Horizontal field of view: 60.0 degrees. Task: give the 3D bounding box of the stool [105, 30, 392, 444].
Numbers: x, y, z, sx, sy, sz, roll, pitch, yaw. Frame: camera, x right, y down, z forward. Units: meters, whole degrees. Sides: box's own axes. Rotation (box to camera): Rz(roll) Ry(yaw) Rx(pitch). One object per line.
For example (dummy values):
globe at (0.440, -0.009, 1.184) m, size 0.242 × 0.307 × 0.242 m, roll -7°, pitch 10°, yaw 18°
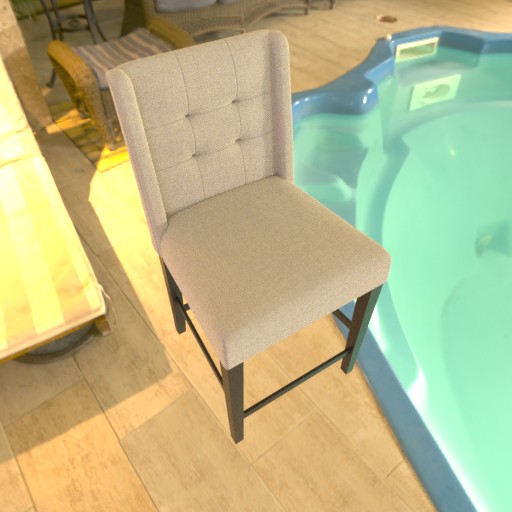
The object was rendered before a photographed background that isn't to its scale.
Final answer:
stool at (0.000, 0.000, 1.187) m, size 0.474 × 0.939 × 0.509 m, roll -25°, pitch 51°, yaw -22°
